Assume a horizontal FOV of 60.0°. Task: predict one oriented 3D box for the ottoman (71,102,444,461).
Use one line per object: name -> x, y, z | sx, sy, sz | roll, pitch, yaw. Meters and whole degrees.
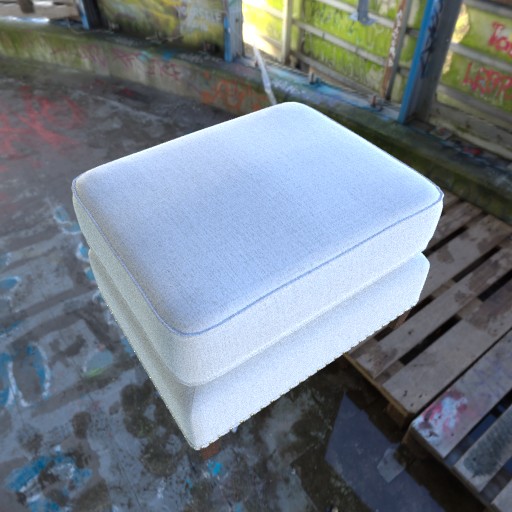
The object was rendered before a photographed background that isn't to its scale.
ottoman -> 0.000, 0.000, 1.164 | 0.738, 0.537, 0.589 | -27, 52, -24
